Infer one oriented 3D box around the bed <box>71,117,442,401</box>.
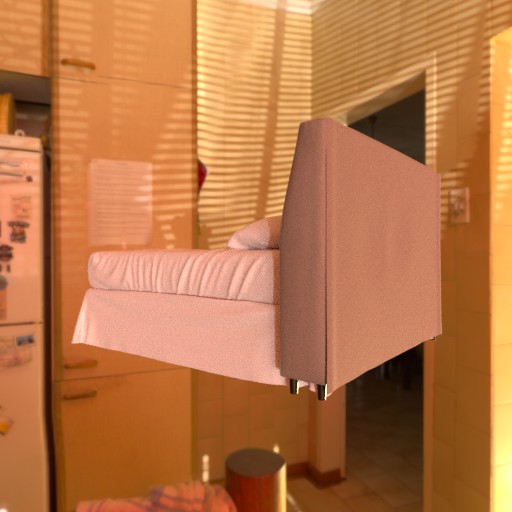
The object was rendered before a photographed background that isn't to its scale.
[{"bbox_3d":[0.000,0.000,3.444,2.276,1.332,1.925,0,1,37],"label":"bed"}]
